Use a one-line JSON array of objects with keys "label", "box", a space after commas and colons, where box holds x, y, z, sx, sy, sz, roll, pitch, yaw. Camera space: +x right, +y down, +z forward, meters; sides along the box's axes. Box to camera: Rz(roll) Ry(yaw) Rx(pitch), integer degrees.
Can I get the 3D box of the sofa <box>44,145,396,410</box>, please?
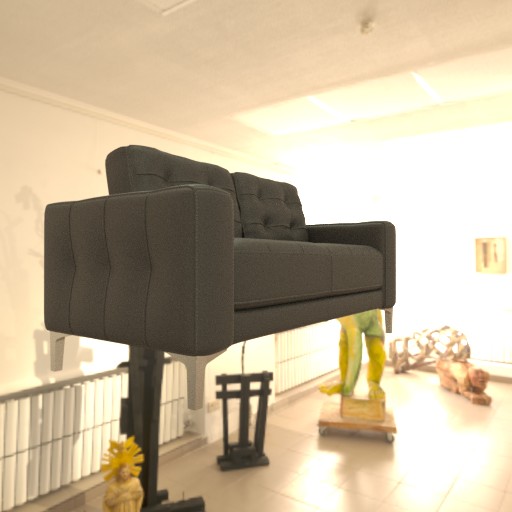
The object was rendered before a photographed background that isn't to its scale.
[{"label": "sofa", "box": [0.000, 0.000, 2.155, 0.833, 0.893, 1.726, 0, 0, 36]}]
